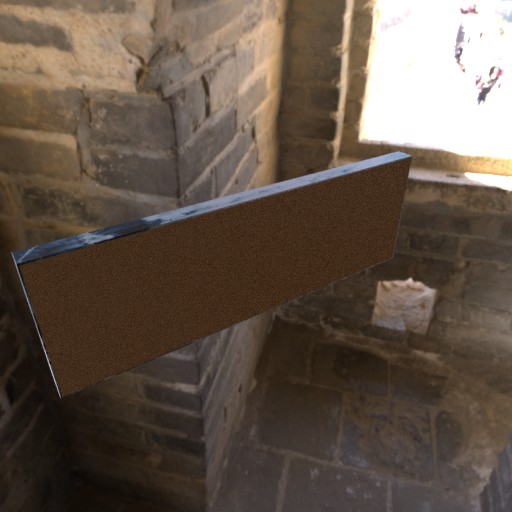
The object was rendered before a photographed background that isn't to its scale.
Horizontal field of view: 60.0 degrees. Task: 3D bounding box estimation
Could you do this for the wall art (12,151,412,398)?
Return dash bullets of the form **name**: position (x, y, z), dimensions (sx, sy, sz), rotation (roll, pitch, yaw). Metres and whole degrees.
- **wall art**: position (0.000, 0.000, 0.823), dimensions (0.759, 0.251, 0.037), rotation (-19, 36, -28)
